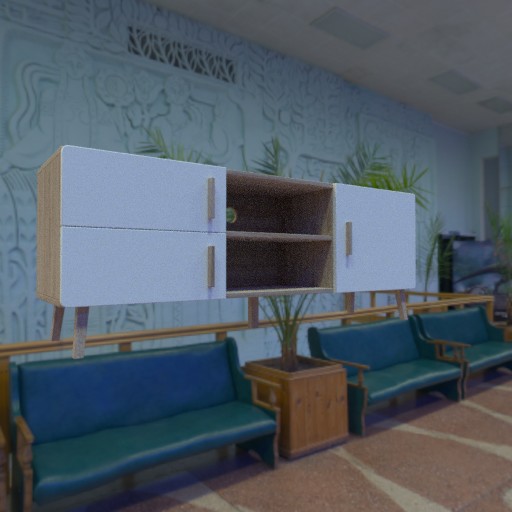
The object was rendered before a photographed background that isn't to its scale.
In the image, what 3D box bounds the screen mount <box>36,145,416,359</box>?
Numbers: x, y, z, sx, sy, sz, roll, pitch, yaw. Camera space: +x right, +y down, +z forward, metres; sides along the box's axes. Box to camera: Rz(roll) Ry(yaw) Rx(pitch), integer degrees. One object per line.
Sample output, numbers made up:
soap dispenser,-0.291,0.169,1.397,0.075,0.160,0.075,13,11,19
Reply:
screen mount,0.000,0.000,1.742,1.500,0.570,0.420,1,-1,-35
